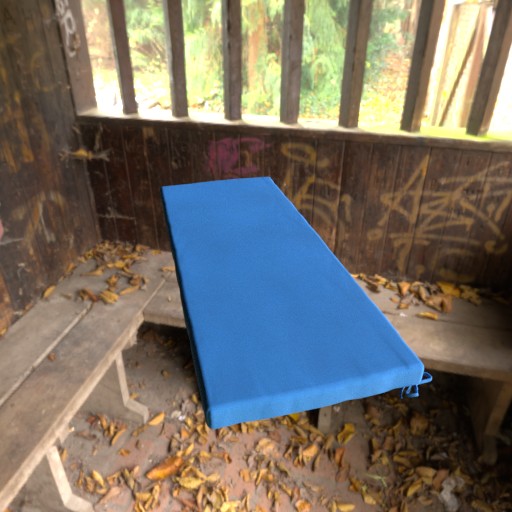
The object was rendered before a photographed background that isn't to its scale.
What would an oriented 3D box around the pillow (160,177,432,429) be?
[{"bbox_3d":[0.000,0.000,1.343,0.492,0.081,1.187,-8,31,-13],"label":"pillow"}]
